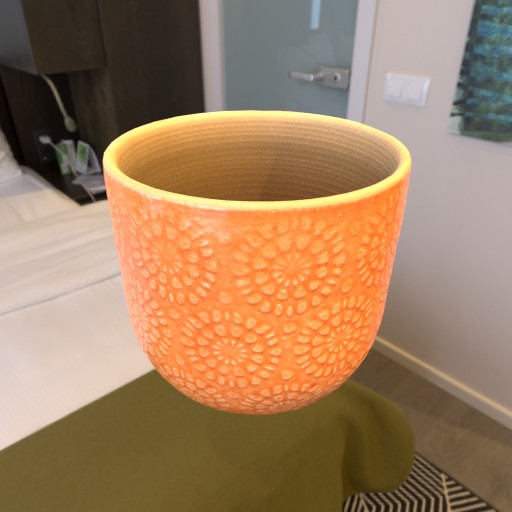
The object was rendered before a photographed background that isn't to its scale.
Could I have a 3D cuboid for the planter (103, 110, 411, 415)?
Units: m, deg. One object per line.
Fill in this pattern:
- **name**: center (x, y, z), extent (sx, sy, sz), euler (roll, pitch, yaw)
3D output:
- **planter**: center (0.000, 0.000, 0.282), extent (0.170, 0.152, 0.170), euler (0, 31, 0)
